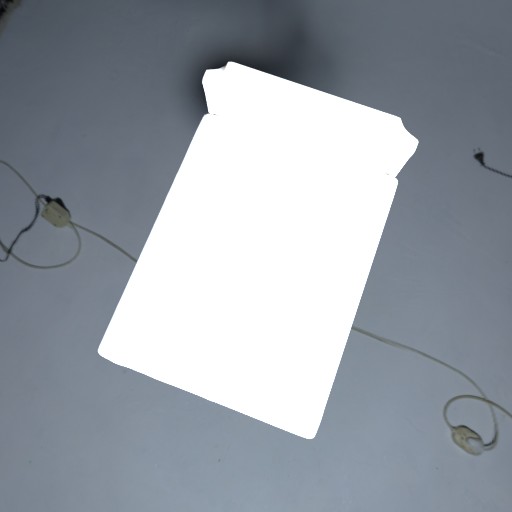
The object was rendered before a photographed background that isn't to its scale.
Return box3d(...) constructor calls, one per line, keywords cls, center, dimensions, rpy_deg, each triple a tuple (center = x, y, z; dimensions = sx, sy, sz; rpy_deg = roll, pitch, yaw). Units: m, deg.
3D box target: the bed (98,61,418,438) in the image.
box3d(cls="bed", center=(0.000, 0.000, 3.713), dimensions=(1.977, 1.293, 2.498), rpy_deg=(20, 77, 5))
